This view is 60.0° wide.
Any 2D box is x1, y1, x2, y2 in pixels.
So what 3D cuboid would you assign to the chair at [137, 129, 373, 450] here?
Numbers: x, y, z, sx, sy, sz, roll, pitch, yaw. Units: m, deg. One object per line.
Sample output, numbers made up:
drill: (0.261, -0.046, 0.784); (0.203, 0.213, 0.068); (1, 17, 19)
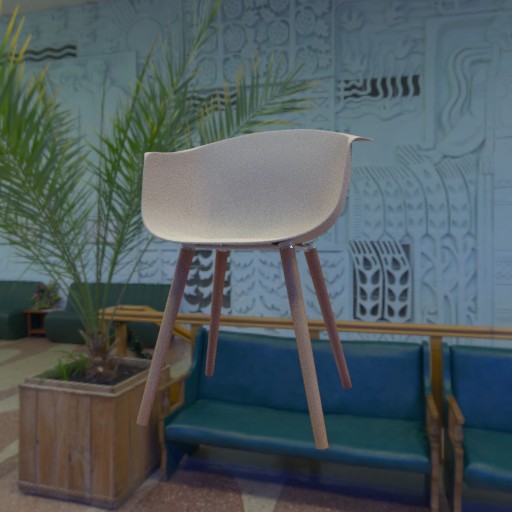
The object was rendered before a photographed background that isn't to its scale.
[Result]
chair: (0.000, 0.000, 1.165); (0.593, 0.781, 0.504); (0, 1, 17)
